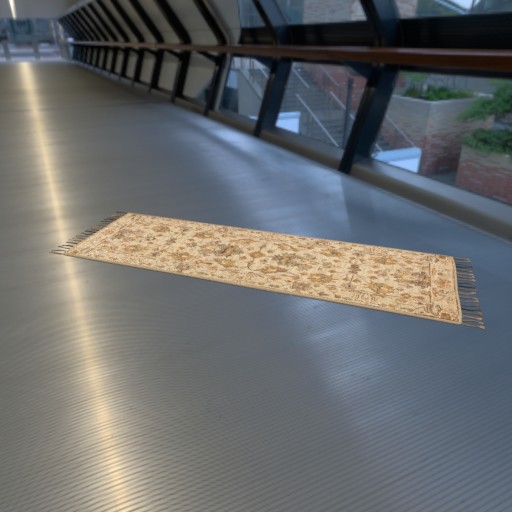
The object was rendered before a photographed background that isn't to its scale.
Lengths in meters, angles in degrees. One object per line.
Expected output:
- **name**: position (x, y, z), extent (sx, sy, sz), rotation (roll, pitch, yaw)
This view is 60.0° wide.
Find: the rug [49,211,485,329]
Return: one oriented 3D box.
- **rug**: position (0.000, 0.000, 2.656), extent (2.438, 0.021, 0.729), rotation (9, 28, 17)
